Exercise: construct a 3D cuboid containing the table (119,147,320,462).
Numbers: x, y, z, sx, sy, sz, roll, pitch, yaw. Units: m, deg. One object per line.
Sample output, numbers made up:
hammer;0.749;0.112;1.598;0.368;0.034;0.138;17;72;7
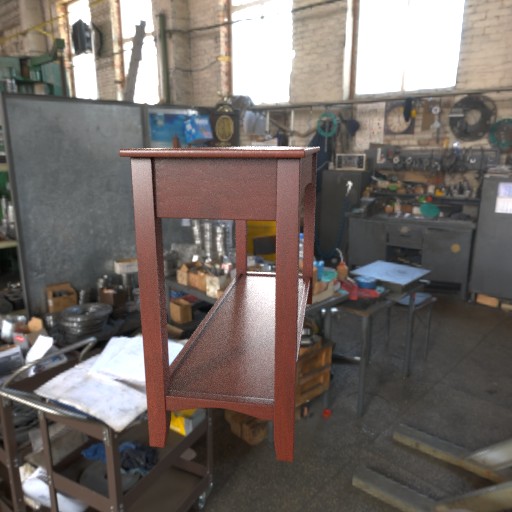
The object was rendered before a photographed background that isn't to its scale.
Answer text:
table;0.000;0.000;1.556;0.392;0.739;1.188;2;14;9
